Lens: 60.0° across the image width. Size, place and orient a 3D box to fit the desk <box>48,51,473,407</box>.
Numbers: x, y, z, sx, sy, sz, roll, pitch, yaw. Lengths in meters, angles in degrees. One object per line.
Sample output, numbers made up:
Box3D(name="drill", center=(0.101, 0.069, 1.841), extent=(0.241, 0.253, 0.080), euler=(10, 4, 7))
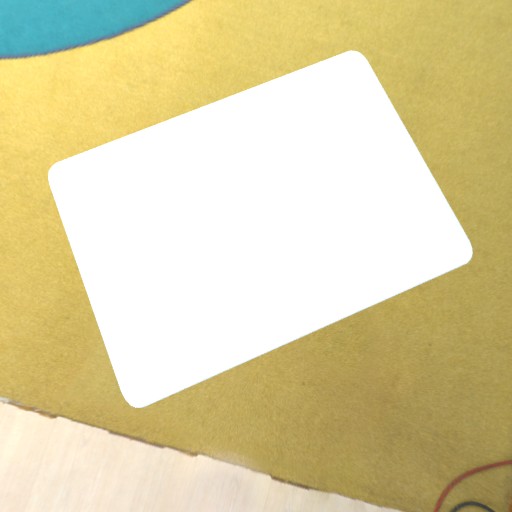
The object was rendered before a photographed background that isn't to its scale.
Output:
Box3D(name="desk", center=(0.000, 0.000, 1.321), extent=(0.762, 0.800, 0.549), euler=(-23, 78, -5))
